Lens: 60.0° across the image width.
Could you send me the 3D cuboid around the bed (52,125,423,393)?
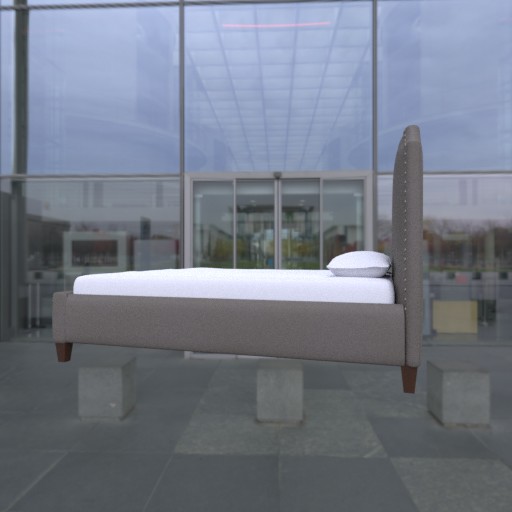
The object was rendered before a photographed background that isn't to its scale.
[{"bbox_3d":[0.000,0.000,3.436,2.372,1.443,1.712,0,0,18],"label":"bed"}]
